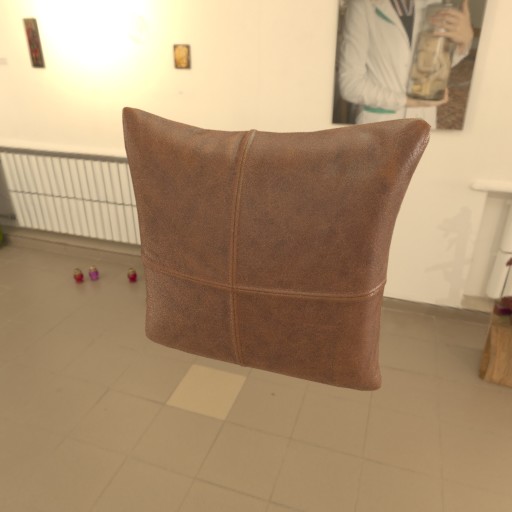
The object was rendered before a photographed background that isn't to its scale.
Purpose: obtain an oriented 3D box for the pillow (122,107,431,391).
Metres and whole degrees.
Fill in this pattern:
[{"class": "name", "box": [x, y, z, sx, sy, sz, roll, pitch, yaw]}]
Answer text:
[{"class": "pillow", "box": [0.000, 0.000, 0.746, 0.484, 0.470, 0.192, 8, 28, 16]}]
